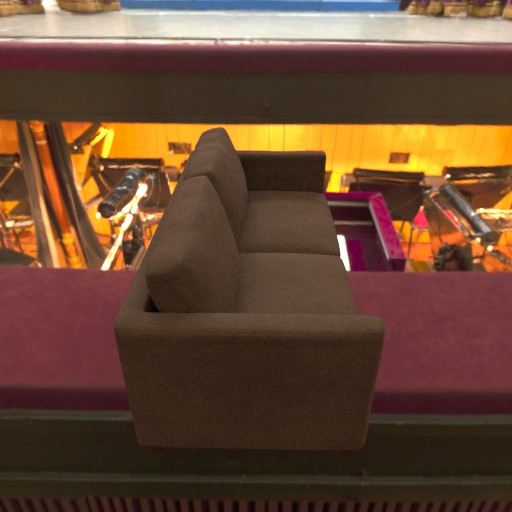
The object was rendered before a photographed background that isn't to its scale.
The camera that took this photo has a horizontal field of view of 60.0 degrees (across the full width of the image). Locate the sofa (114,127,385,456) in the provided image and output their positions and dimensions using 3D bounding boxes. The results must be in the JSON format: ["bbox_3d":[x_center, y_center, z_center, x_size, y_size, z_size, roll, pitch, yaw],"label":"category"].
[{"bbox_3d":[0.000,0.000,2.397,0.950,0.963,1.884,1,32,1],"label":"sofa"}]
